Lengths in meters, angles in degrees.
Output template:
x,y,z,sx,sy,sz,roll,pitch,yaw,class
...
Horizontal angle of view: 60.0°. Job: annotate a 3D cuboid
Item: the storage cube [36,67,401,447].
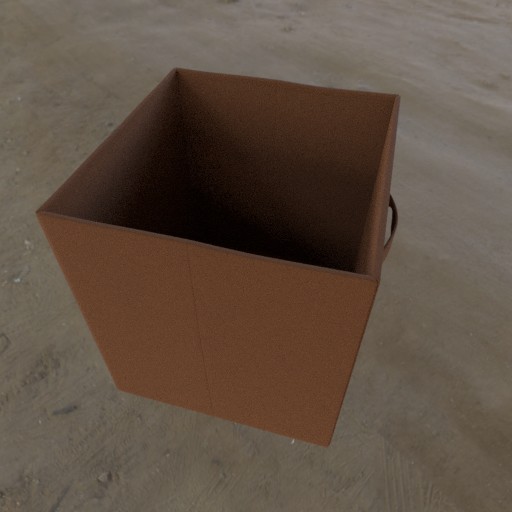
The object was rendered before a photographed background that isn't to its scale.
x,y,z,sx,sy,sz,roll,pitch,yaw,class
0.000,0.000,0.490,0.270,0.280,0.270,11,47,11,storage cube
